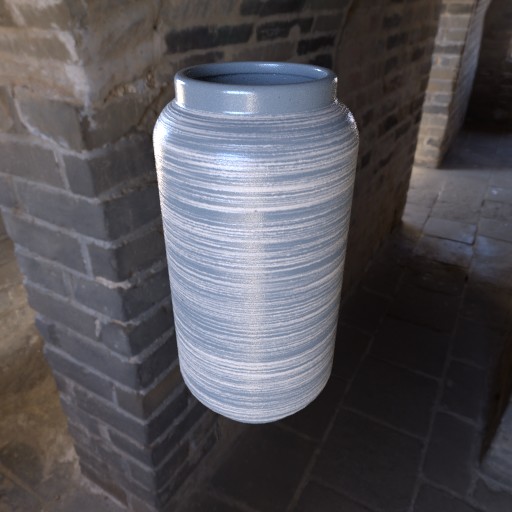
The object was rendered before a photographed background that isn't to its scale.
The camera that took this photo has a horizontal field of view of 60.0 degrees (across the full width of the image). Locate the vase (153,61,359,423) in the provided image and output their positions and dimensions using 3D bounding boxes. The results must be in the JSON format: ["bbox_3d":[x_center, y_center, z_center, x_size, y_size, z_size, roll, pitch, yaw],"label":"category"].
[{"bbox_3d":[0.000,0.000,0.296,0.116,0.230,0.116,0,31,0],"label":"vase"}]
